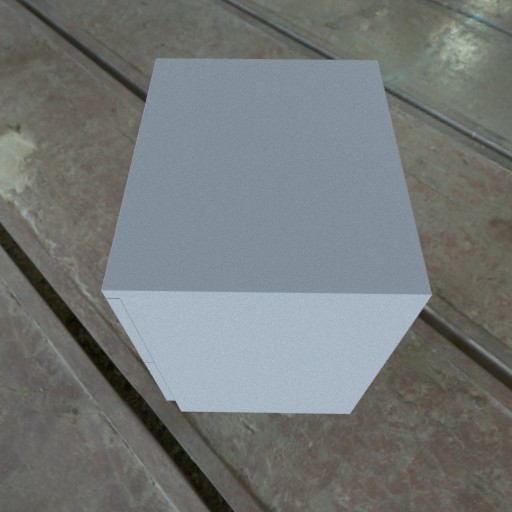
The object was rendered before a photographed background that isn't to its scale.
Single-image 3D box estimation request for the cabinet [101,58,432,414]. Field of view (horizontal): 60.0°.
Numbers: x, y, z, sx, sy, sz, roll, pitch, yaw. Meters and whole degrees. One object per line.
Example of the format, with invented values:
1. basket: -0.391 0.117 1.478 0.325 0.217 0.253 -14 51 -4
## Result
1. cabinet: 0.000 0.000 0.753 0.360 0.470 0.400 1 56 0
